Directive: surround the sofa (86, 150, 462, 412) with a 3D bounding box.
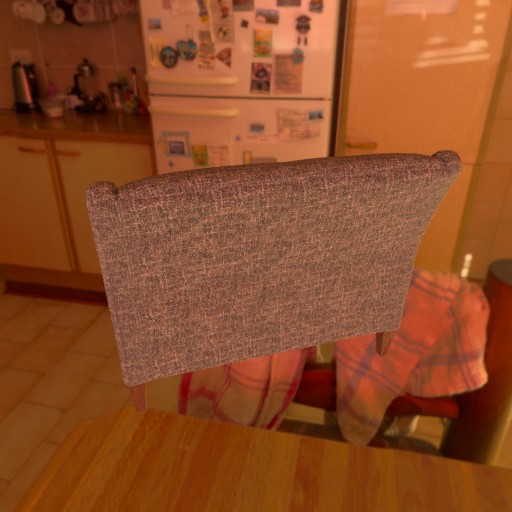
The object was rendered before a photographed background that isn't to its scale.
[{"bbox_3d":[0.000,0.000,1.925,1.242,1.021,0.870,-8,29,-16],"label":"sofa"}]
